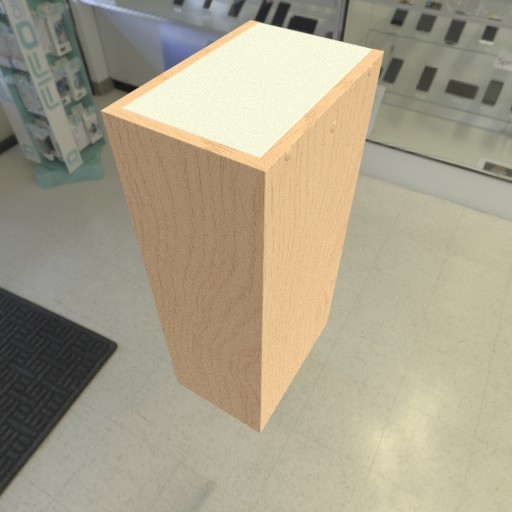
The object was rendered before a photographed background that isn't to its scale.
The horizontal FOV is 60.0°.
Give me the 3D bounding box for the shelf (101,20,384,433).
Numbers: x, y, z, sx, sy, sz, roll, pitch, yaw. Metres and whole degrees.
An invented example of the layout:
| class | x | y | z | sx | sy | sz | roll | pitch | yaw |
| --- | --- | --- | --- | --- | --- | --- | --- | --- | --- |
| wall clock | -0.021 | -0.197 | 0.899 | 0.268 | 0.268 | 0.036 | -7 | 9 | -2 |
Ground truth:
| class | x | y | z | sx | sy | sz | roll | pitch | yaw |
| --- | --- | --- | --- | --- | --- | --- | --- | --- | --- |
| shelf | 0.000 | 0.000 | 0.726 | 0.200 | 0.600 | 0.290 | 24 | 52 | 21 |
